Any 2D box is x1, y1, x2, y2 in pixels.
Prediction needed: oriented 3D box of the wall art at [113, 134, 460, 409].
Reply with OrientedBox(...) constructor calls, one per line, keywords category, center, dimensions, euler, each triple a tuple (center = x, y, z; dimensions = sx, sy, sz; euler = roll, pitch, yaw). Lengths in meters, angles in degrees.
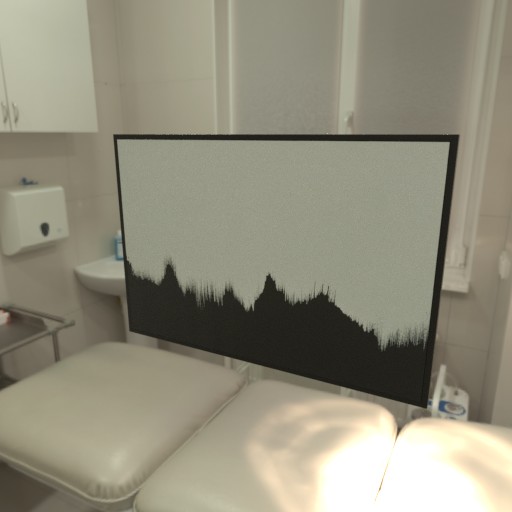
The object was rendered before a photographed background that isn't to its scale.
OrientedBox(category="wall art", center=(0.000, 0.000, 0.842), dimensions=(0.659, 0.446, 0.022), euler=(8, 17, 26))
